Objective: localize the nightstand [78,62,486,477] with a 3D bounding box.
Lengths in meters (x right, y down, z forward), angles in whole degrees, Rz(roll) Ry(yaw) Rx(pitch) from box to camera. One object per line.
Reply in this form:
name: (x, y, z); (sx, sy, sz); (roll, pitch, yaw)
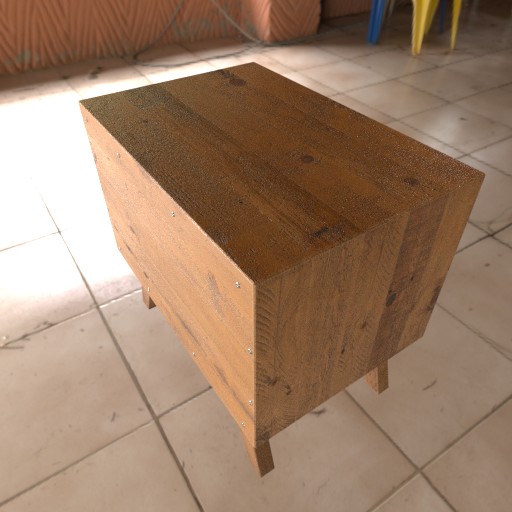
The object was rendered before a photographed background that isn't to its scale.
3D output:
nightstand: (0.000, 0.000, 1.000); (0.450, 0.599, 0.650); (-24, 46, -25)
